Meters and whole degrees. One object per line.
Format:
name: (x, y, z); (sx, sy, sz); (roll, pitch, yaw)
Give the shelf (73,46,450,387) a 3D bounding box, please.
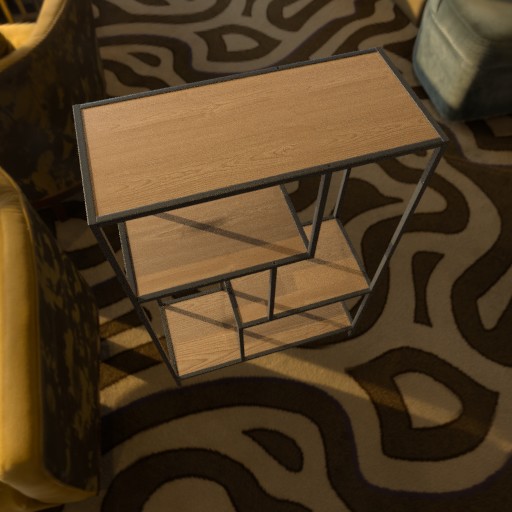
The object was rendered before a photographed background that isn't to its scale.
shelf: (0.000, 0.000, 1.470); (0.770, 1.138, 0.350); (-15, 60, -9)
